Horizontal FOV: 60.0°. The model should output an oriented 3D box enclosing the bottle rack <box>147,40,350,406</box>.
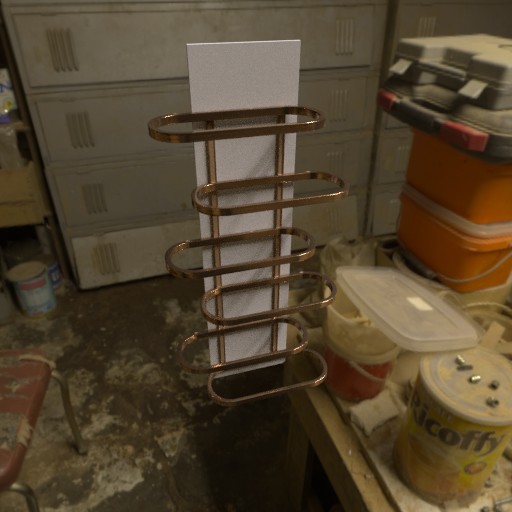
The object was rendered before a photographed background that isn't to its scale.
[{"bbox_3d":[0.000,0.000,0.824,0.332,0.709,0.118,-9,33,-14],"label":"bottle rack"}]
